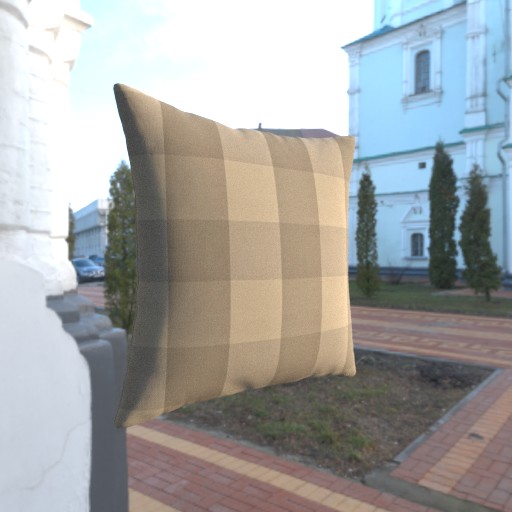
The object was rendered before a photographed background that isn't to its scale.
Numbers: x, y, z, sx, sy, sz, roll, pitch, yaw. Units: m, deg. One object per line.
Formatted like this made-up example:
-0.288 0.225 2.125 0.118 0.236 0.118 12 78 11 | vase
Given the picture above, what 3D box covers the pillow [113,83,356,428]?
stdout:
0.000 0.000 0.796 0.511 0.509 0.161 0 0 -35 | pillow
